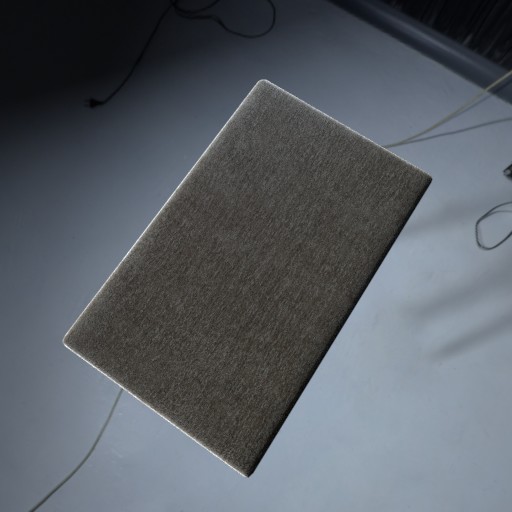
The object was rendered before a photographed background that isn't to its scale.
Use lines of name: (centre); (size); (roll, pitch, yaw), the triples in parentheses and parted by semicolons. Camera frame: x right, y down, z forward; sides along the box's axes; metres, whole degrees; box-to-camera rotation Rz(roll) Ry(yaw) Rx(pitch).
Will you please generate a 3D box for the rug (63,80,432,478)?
rug: (0.000, 0.000, 3.141); (1.539, 0.024, 2.469); (33, 78, 8)
